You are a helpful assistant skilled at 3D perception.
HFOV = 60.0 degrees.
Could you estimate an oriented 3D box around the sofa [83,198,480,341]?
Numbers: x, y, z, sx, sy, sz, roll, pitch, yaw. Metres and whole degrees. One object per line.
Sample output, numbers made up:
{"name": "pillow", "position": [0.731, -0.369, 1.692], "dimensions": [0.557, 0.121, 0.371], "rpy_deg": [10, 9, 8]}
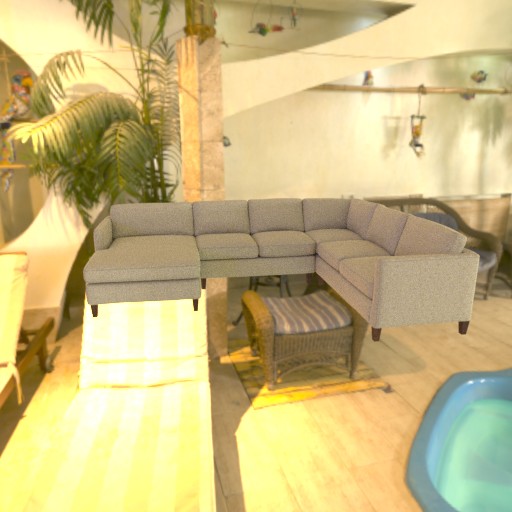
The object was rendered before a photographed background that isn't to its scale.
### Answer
{"name": "sofa", "position": [0.000, 0.000, 4.739], "dimensions": [3.460, 0.959, 2.593], "rpy_deg": [-2, 15, -9]}
